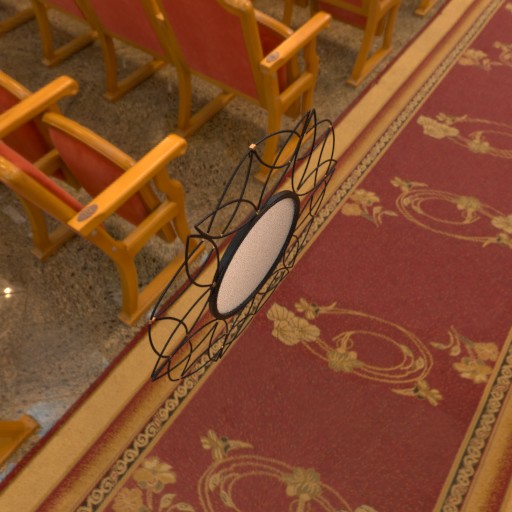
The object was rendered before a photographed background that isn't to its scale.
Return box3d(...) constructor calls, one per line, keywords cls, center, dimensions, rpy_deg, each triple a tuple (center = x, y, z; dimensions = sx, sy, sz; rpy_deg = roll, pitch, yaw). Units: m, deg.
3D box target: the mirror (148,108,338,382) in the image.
box3d(cls="mirror", center=(0.000, 0.000, 1.150), dimensions=(0.028, 0.775, 0.797), rpy_deg=(32, 64, 18))
